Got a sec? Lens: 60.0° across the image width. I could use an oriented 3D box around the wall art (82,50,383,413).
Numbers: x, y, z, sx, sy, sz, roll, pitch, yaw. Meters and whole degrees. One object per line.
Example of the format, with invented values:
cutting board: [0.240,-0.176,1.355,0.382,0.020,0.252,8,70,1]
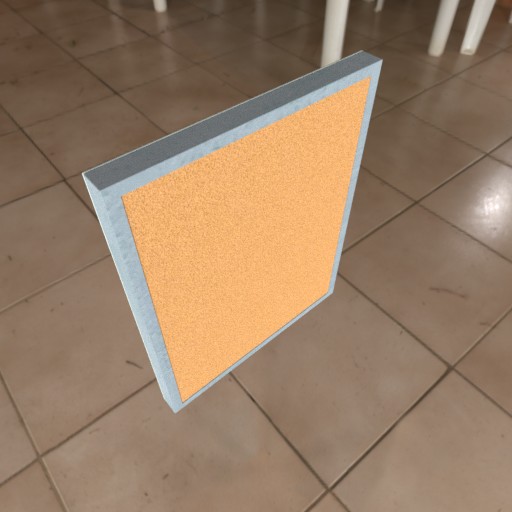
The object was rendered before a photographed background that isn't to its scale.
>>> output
wall art: [0.000,0.000,0.693,0.409,0.509,0.037,-33,56,-26]
